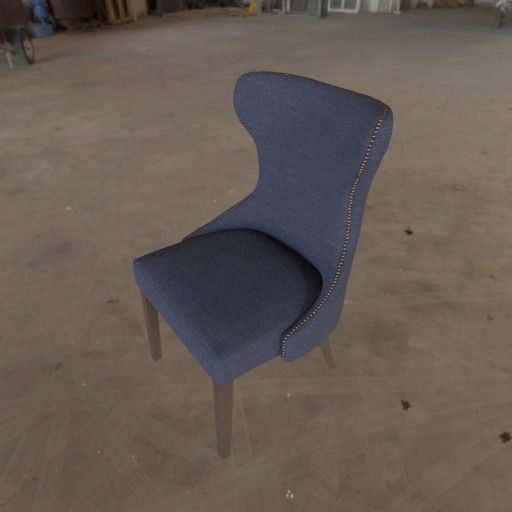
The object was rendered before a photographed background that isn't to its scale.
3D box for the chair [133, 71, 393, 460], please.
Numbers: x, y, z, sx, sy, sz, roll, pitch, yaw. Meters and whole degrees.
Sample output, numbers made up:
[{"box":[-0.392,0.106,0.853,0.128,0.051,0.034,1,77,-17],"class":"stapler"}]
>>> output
[{"box":[0.000,0.000,1.390,0.635,0.967,0.628,-22,39,-29],"class":"chair"}]
